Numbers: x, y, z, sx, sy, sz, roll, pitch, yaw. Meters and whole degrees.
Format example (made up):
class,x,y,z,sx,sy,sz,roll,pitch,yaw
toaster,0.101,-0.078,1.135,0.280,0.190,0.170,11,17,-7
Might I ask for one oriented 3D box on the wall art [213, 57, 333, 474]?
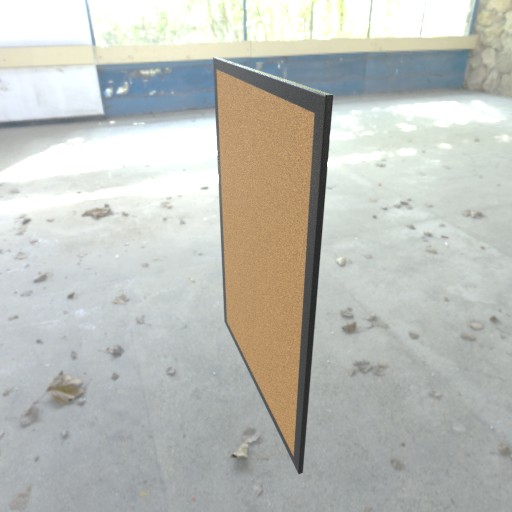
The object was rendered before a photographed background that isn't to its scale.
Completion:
class,x,y,z,sx,sy,sz,roll,pitch,yaw
wall art,0.000,0.000,1.246,0.013,0.967,0.707,-10,31,-17
